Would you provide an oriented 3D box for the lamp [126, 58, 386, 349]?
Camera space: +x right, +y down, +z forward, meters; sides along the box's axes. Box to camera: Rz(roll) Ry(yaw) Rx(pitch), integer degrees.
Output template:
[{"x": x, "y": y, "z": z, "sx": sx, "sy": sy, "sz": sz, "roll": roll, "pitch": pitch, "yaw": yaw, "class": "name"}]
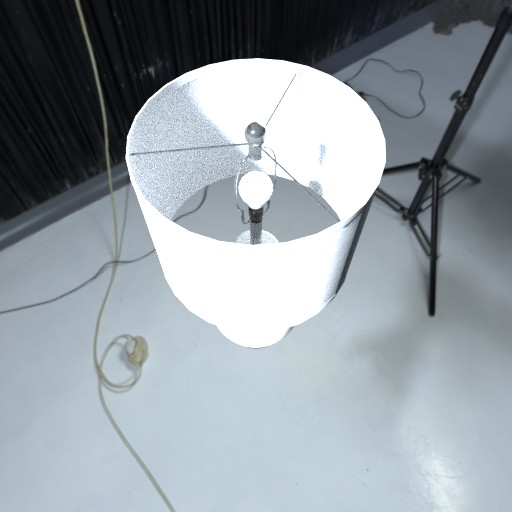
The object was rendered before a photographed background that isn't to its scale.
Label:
[{"x": 0.000, "y": 0.000, "z": 0.877, "sx": 0.357, "sy": 0.673, "sz": 0.357, "roll": -33, "pitch": 64, "yaw": -18, "class": "lamp"}]
